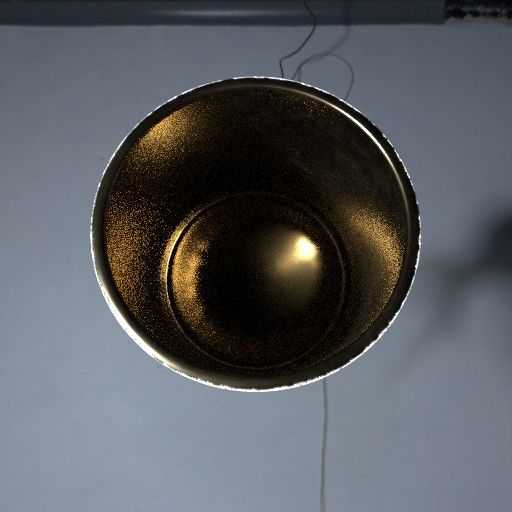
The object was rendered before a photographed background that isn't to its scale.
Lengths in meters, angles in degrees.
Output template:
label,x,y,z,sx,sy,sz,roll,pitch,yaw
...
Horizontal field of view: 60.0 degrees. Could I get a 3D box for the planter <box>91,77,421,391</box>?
label,x,y,z,sx,sy,sz,roll,pitch,yaw
planter,0.000,0.000,0.309,0.178,0.157,0.178,0,75,0
